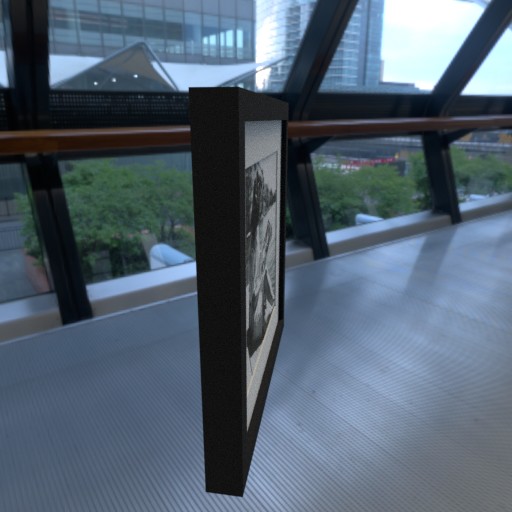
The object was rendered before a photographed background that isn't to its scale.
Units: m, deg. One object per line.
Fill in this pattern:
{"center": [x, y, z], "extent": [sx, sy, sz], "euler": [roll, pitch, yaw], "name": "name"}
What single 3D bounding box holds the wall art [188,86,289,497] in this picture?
{"center": [0.000, 0.000, 0.454], "extent": [0.030, 0.305, 0.308], "euler": [3, 18, 9], "name": "wall art"}
